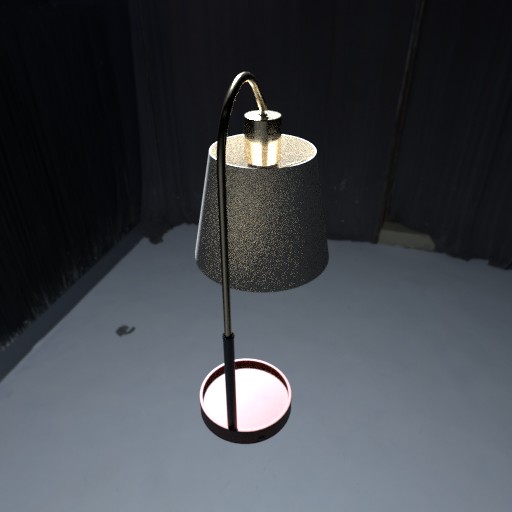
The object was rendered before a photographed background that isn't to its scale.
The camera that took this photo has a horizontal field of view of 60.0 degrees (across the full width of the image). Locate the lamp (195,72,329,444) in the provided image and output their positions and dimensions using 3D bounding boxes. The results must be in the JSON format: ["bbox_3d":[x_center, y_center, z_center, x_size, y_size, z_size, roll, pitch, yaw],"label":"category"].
[{"bbox_3d":[0.000,0.000,0.671,0.211,0.536,0.273,10,34,15],"label":"lamp"}]
